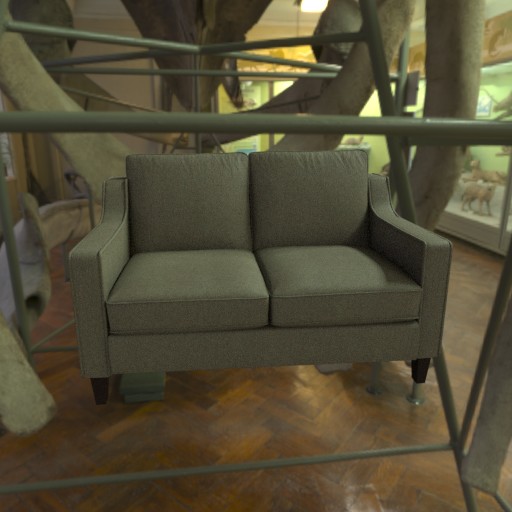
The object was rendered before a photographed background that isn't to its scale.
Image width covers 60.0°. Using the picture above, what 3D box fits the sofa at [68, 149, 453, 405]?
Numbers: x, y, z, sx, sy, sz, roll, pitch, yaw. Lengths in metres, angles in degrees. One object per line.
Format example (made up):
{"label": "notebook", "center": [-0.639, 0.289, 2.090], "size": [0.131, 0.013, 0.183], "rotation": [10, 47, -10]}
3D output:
{"label": "sofa", "center": [0.000, 0.000, 2.169], "size": [1.503, 0.981, 0.985], "rotation": [-2, 17, -6]}
